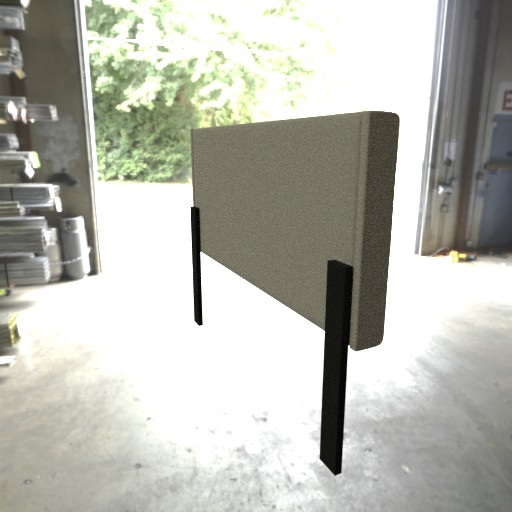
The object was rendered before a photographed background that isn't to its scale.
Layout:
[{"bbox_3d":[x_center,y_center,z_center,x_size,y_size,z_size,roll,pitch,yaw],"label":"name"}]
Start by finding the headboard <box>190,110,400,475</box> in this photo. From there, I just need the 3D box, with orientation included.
[{"bbox_3d":[0.000,0.000,2.650,0.184,1.524,2.051,-7,16,-25],"label":"headboard"}]
